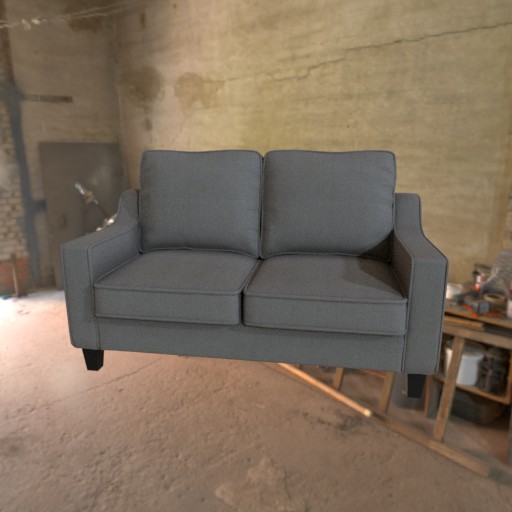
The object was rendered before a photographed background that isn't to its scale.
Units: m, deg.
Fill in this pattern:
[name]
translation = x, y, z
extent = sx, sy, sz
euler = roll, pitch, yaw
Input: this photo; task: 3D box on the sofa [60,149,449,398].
[sofa]
translation = 0.000, 0.000, 2.037
extent = 1.500, 0.948, 0.791
euler = 2, 14, 9
